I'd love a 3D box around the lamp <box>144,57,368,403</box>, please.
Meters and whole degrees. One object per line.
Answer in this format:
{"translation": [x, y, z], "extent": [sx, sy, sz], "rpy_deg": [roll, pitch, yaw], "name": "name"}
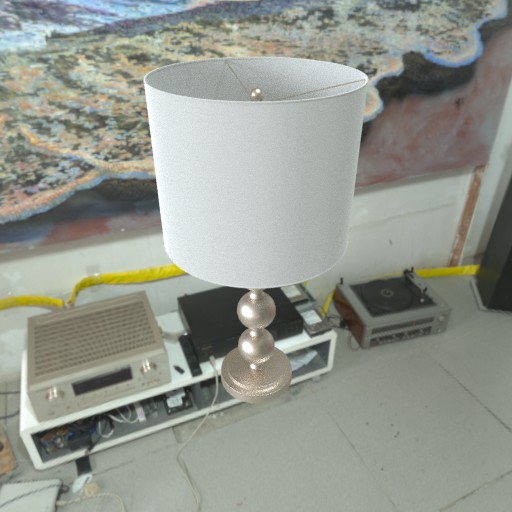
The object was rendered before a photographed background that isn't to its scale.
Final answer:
{"translation": [0.000, 0.000, 0.698], "extent": [0.277, 0.538, 0.277], "rpy_deg": [22, 39, 30], "name": "lamp"}
